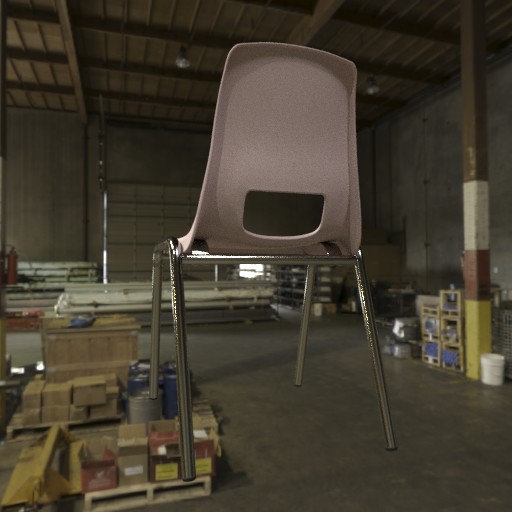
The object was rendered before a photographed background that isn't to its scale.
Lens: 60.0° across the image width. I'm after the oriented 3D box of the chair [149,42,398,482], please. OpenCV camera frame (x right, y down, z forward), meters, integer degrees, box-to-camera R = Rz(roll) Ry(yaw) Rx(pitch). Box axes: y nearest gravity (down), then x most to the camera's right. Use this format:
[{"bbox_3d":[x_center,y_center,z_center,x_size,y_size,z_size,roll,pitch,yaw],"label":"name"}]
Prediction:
[{"bbox_3d":[0.000,0.000,0.886,0.381,0.653,0.436,0,-1,-18],"label":"chair"}]
